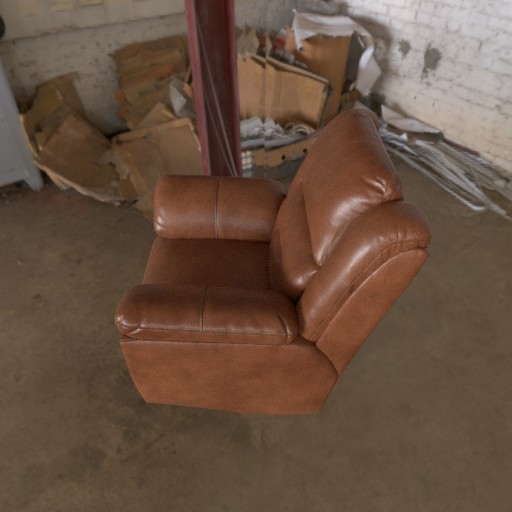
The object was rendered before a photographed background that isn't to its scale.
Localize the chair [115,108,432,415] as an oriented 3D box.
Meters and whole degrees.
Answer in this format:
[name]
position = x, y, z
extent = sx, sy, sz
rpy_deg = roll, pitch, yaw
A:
[chair]
position = 0.000, 0.000, 1.898
extent = 1.041, 1.093, 0.990
rpy_deg = 0, 41, 0
